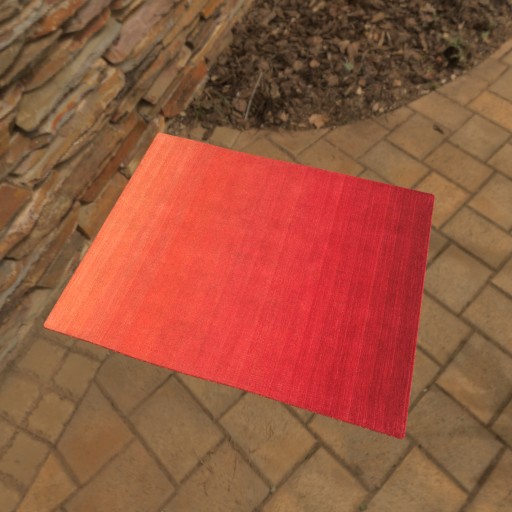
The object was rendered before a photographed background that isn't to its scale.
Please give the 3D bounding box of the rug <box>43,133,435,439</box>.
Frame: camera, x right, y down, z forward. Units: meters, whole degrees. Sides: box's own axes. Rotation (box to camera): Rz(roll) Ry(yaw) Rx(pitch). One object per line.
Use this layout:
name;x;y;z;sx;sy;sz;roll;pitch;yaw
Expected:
rug;0.000;0.000;3.927;2.905;0.028;2.340;15;60;9
